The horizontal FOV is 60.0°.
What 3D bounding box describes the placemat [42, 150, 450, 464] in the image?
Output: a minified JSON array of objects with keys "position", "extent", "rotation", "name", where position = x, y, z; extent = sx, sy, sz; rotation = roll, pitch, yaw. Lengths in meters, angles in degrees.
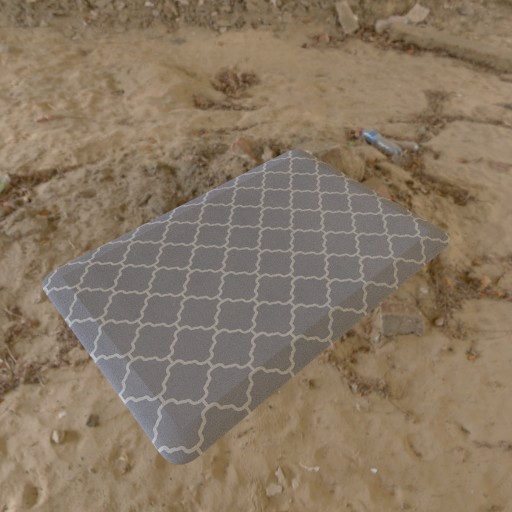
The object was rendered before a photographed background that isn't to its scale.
[{"position":[0.000,0.000,0.953],"extent":[0.762,0.021,0.508],"rotation":[-32,54,-28],"name":"placemat"}]
